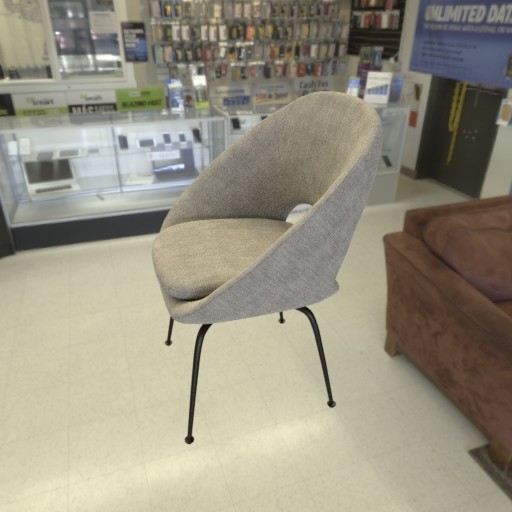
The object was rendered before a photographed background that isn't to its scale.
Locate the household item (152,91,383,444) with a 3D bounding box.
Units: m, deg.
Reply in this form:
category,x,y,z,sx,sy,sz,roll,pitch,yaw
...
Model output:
category,x,y,z,sx,sy,sz,roll,pitch,yaw
household item,0.000,0.000,1.299,0.587,0.869,0.643,-9,30,-15
